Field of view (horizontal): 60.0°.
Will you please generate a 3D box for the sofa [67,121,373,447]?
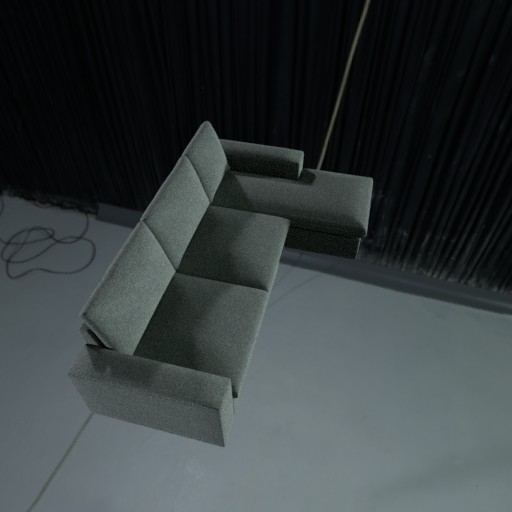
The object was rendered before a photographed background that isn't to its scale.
[{"bbox_3d":[0.000,0.000,3.541,1.689,0.940,2.718,11,48,10],"label":"sofa"}]
